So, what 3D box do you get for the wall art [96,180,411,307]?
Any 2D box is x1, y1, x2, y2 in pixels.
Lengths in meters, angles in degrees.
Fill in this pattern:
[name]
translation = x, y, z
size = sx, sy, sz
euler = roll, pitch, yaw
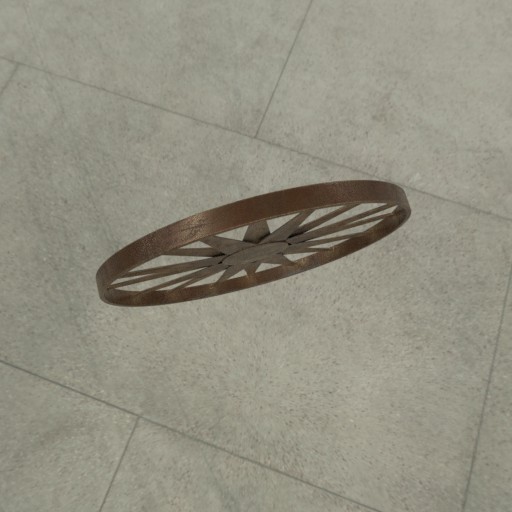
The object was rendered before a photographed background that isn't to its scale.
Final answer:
[wall art]
translation = 0.000, 0.000, 0.849
size = 0.582, 0.583, 0.084
euler = -15, 73, -4
